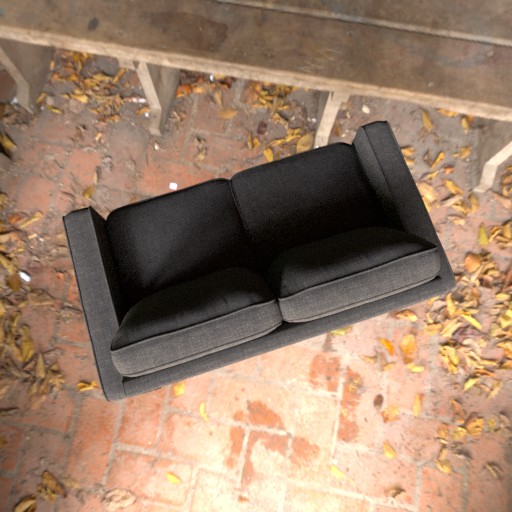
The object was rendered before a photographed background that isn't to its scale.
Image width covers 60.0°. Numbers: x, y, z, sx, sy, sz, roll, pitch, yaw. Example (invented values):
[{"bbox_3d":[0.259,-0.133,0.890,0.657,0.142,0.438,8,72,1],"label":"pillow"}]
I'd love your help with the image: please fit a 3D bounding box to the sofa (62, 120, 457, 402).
[{"bbox_3d":[0.000,0.000,2.242,1.709,0.918,0.947,-17,77,-4],"label":"sofa"}]
